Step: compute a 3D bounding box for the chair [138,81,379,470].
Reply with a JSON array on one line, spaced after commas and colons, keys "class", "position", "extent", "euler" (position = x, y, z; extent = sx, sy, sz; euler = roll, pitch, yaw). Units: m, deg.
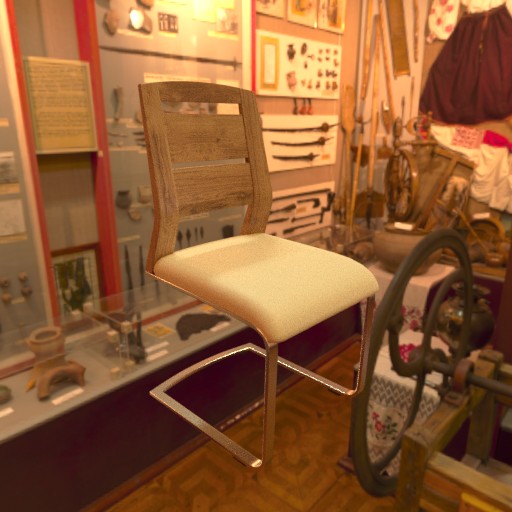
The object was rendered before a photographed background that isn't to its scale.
[{"class": "chair", "position": [0.000, 0.000, 1.266], "extent": [0.561, 0.955, 0.457], "euler": [16, 23, 42]}]
